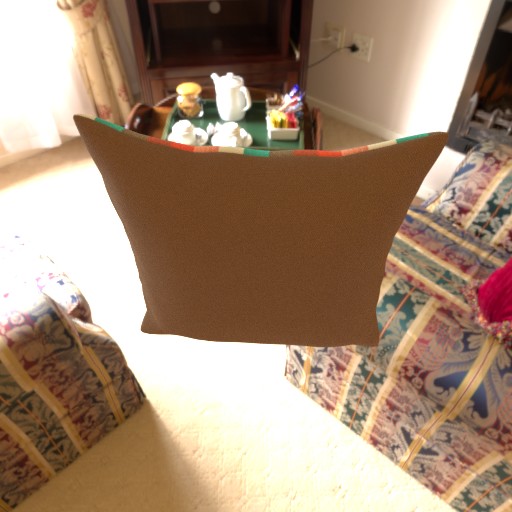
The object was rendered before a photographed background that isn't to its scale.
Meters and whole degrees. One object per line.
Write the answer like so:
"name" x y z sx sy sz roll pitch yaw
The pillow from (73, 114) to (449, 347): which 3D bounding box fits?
"pillow" 0.000 0.000 0.683 0.453 0.443 0.168 4 45 4
